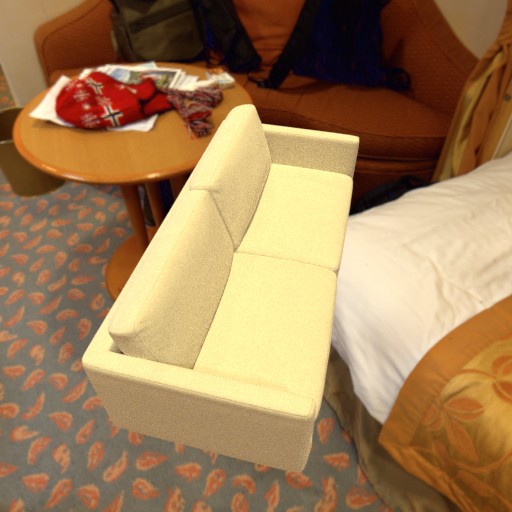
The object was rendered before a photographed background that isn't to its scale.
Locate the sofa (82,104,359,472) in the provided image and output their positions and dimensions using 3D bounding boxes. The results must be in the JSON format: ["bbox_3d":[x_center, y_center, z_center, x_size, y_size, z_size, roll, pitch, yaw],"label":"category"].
[{"bbox_3d":[0.000,0.000,2.494,0.965,0.889,1.981,10,47,10],"label":"sofa"}]
